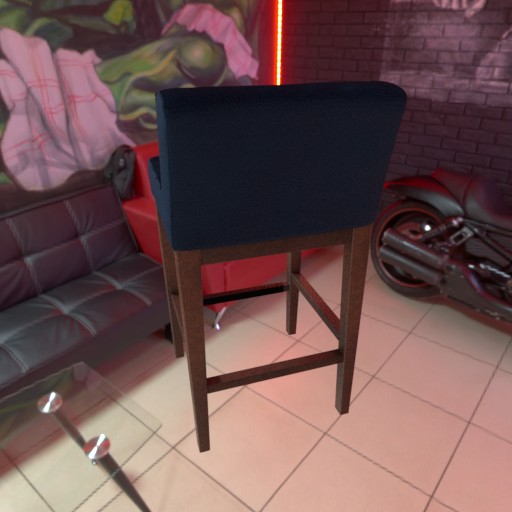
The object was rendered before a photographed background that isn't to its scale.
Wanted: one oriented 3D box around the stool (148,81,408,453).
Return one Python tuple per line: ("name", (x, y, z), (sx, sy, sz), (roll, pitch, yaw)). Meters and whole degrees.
("stool", (0.000, 0.000, 1.245), (0.511, 0.945, 0.516), (-8, 28, -16))
